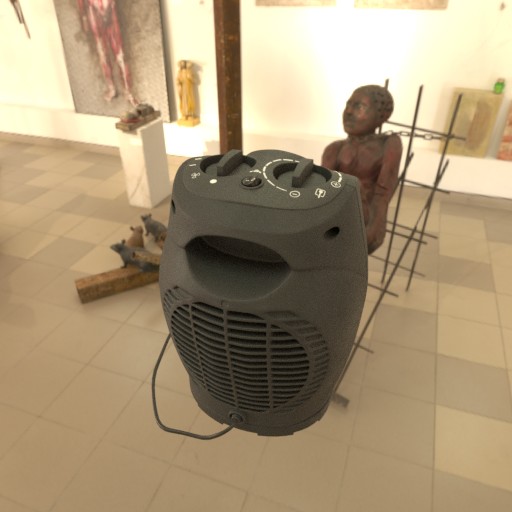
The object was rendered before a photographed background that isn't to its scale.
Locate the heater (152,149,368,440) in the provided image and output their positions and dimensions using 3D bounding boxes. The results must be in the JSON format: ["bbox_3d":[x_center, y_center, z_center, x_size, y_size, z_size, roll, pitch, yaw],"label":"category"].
[{"bbox_3d":[0.000,0.000,0.468,0.239,0.255,0.291,11,35,16],"label":"heater"}]
